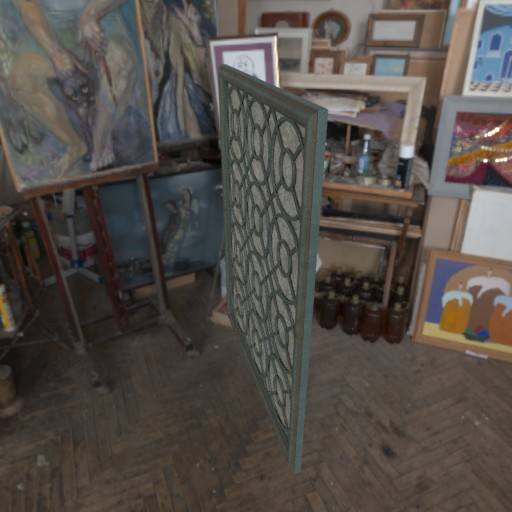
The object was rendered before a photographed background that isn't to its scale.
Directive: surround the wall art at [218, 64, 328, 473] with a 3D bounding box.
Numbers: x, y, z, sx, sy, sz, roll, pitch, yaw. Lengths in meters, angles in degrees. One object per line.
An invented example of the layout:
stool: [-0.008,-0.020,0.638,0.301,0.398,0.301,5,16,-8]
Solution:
wall art: [0.000,0.000,1.322,0.030,0.983,0.767,-8,30,-15]
